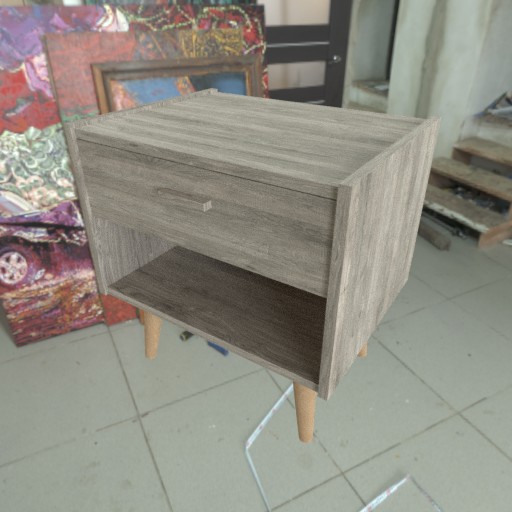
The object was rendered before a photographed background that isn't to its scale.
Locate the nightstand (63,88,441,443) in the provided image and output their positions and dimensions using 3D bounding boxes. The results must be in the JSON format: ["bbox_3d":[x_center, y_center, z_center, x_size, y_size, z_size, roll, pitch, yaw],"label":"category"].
[{"bbox_3d":[0.000,0.000,0.834,0.480,0.500,0.380,18,35,28],"label":"nightstand"}]
